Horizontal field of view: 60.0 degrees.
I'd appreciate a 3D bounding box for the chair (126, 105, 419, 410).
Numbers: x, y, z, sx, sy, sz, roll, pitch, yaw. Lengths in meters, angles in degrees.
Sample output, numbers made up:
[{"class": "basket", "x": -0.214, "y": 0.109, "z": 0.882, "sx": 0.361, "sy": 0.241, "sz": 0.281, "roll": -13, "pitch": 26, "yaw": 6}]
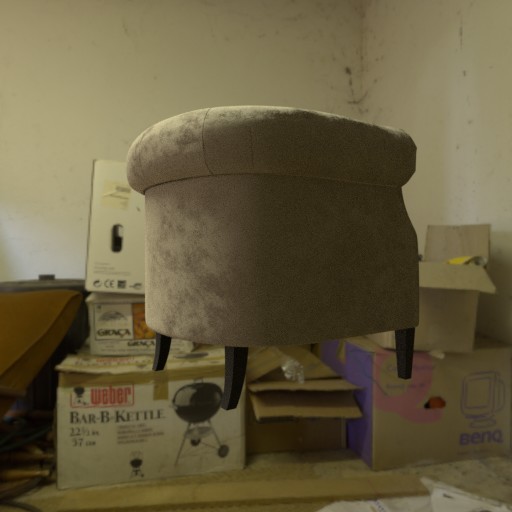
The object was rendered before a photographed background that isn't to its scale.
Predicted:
[{"class": "chair", "x": 0.000, "y": 0.000, "z": 1.562, "sx": 0.851, "sy": 0.826, "sz": 0.904, "roll": 0, "pitch": 1, "yaw": -36}]
